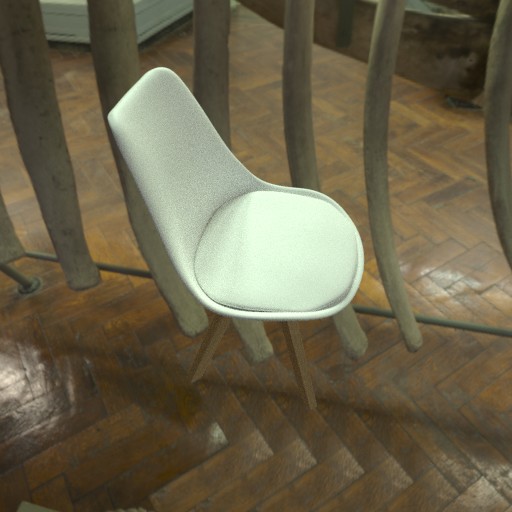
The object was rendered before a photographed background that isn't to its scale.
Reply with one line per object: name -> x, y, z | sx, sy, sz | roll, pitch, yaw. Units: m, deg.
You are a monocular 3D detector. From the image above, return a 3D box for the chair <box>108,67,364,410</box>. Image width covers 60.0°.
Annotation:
chair -> 0.000, 0.000, 1.163 | 0.550, 0.849, 0.485 | 9, 47, 9
